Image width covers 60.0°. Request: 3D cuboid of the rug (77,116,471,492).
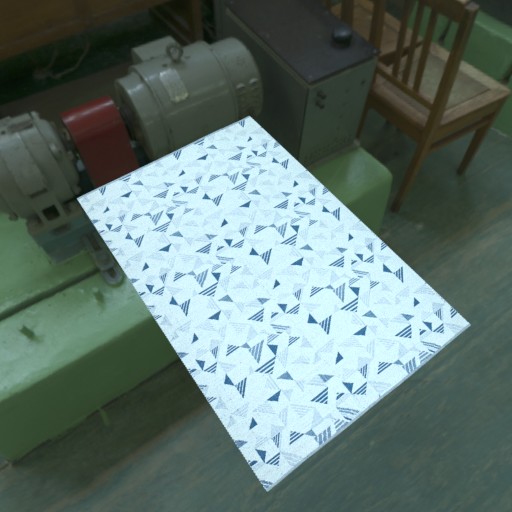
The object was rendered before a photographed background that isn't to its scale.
[{"bbox_3d":[0.000,0.000,2.317,1.206,0.003,1.835,-31,62,-18],"label":"rug"}]
